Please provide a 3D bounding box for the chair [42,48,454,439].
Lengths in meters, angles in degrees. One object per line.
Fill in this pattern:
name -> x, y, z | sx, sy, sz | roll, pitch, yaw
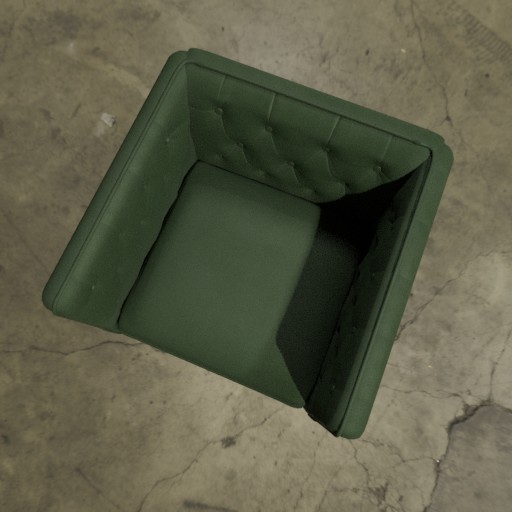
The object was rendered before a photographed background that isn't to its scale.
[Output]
chair -> 0.000, 0.000, 1.521 | 0.917, 0.768, 0.855 | 22, 77, 5
